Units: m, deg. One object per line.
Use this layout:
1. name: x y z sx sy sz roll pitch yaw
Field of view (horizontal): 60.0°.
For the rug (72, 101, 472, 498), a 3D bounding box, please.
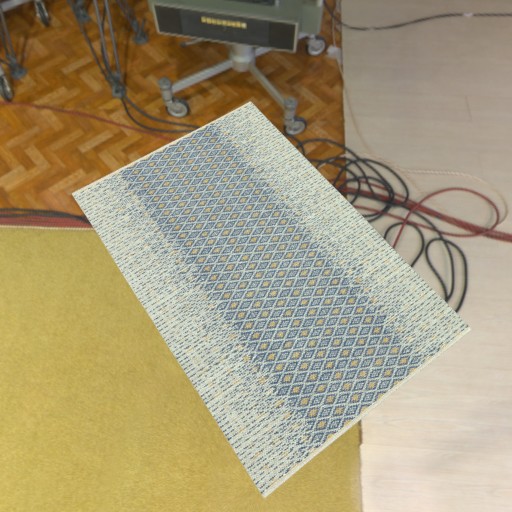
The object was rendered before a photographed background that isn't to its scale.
1. rug: 0.000 0.000 2.285 1.219 0.005 1.828 -32 67 -16
